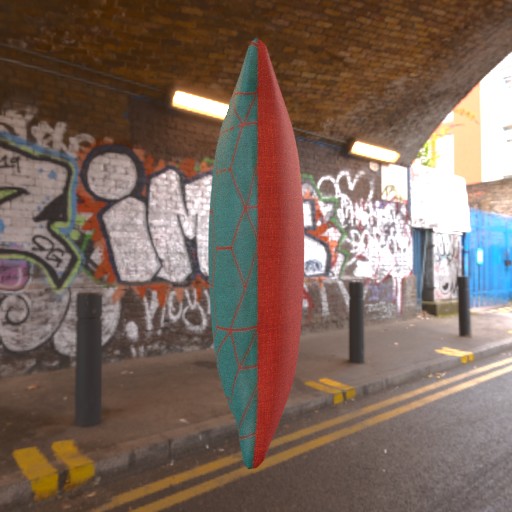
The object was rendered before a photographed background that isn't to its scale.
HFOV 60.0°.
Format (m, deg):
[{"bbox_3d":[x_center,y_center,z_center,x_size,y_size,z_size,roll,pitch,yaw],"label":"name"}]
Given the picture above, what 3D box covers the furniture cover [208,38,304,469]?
[{"bbox_3d":[0.000,0.000,0.773,0.158,0.508,0.517,0,-1,0],"label":"furniture cover"}]
